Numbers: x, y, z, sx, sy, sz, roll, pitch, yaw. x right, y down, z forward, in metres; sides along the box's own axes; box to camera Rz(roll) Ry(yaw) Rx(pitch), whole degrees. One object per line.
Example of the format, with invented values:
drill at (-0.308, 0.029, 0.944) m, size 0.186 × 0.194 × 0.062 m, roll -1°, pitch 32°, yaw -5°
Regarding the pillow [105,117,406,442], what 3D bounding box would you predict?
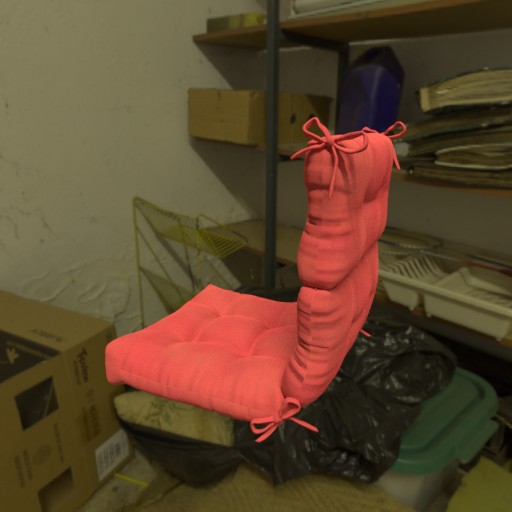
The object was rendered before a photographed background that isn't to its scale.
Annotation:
pillow at (0.000, 0.000, 1.032) m, size 0.571 × 0.605 × 0.519 m, roll 7°, pitch 18°, yaw 24°
